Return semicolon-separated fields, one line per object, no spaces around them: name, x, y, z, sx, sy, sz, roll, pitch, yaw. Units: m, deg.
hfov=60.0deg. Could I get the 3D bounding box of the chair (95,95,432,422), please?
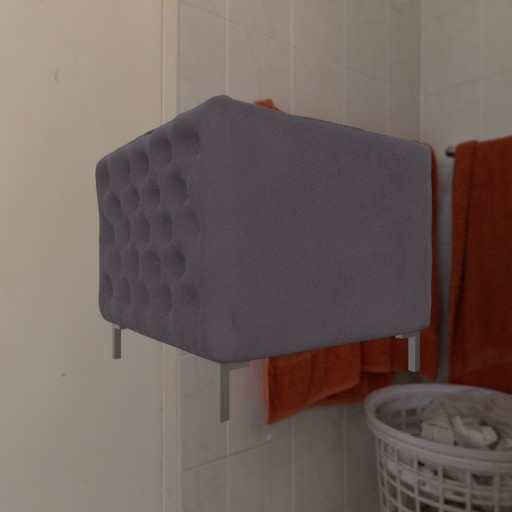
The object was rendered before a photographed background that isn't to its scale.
chair;0.000;0.000;1.644;0.946;0.807;0.913;0;0;-36
